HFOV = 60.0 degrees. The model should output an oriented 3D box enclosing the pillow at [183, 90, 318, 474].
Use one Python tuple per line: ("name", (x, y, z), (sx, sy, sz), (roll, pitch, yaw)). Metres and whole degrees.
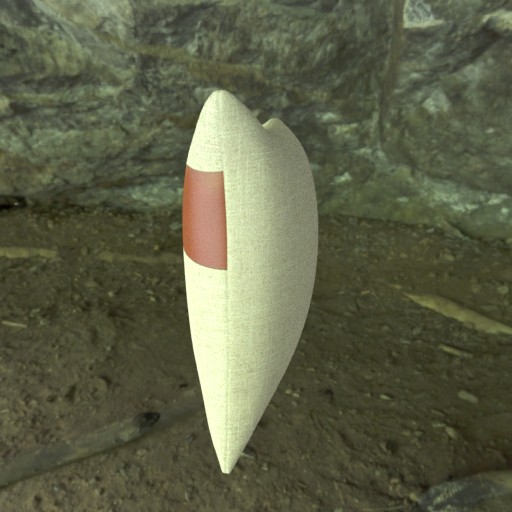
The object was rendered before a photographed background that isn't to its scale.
("pillow", (0.000, 0.000, 0.629), (0.173, 0.399, 0.414), (2, 14, 9))
